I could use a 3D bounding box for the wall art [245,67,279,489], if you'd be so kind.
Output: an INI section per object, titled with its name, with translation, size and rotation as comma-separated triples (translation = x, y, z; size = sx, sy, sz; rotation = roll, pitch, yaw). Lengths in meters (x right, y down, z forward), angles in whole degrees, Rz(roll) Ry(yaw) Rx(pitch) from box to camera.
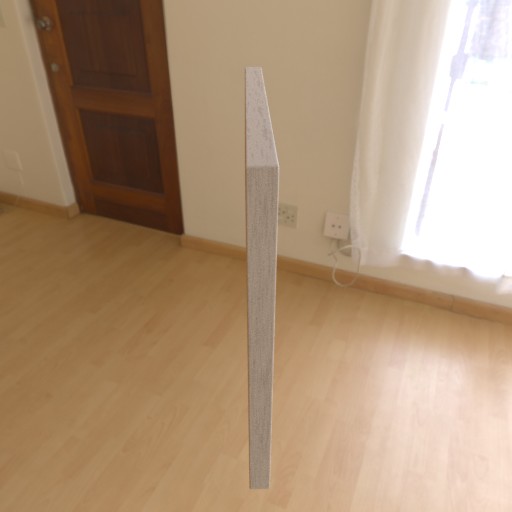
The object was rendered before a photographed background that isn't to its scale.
[wall art]
translation = 0.000, 0.000, 1.884
size = 0.078, 1.288, 1.287
rotation = -1, 32, -1
